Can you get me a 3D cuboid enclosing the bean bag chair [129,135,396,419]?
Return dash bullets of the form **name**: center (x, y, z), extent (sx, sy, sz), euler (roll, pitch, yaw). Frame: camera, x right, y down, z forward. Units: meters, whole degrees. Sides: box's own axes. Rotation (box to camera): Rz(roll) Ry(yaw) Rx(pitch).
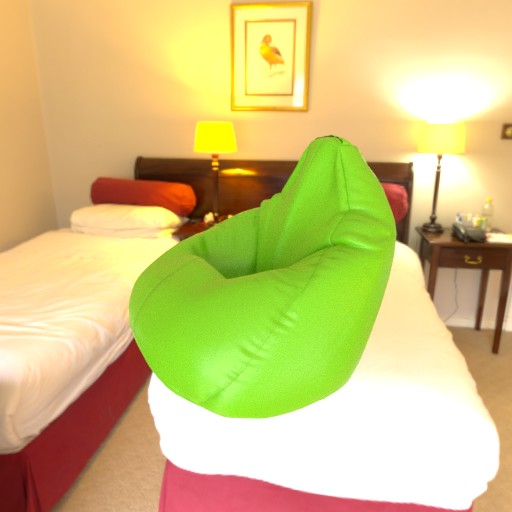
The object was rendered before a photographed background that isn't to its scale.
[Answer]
- **bean bag chair**: center (0.000, 0.000, 1.892), extent (1.070, 0.990, 1.070), euler (-8, 19, -26)
